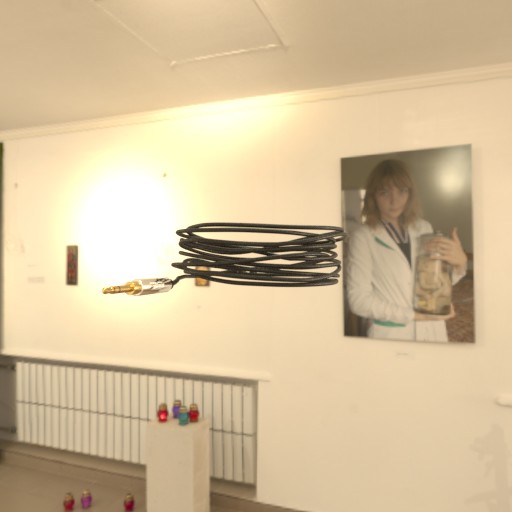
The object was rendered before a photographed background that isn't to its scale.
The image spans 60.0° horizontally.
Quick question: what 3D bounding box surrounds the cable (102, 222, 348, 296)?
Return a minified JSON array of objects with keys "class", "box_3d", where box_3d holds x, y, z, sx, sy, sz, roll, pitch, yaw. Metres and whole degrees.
[{"class":"cable","box_3d":[0.000,0.000,0.505,0.198,0.069,0.432,0,0,20]}]
